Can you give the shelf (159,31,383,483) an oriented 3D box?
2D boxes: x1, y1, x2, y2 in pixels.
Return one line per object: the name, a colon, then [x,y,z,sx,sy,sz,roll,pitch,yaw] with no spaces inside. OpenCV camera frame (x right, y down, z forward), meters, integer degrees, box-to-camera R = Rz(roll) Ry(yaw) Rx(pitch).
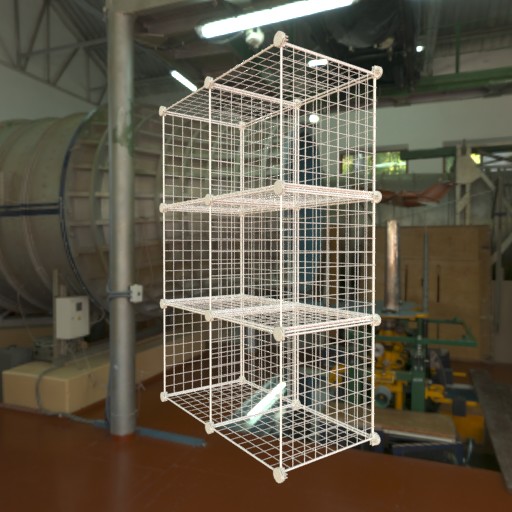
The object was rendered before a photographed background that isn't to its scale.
shelf: [0.000,0.000,1.427,0.356,1.067,0.711,-1,2,-35]
